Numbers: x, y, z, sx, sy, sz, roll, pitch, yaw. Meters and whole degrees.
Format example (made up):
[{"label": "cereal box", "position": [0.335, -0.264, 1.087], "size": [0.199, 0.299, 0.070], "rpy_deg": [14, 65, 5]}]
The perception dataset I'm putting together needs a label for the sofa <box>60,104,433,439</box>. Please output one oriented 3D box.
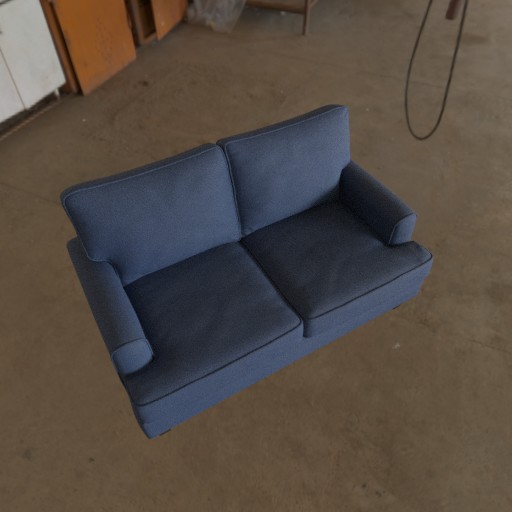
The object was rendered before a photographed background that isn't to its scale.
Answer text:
[{"label": "sofa", "position": [0.000, 0.000, 2.252], "size": [1.651, 0.965, 0.965], "rpy_deg": [-23, 52, -20]}]
